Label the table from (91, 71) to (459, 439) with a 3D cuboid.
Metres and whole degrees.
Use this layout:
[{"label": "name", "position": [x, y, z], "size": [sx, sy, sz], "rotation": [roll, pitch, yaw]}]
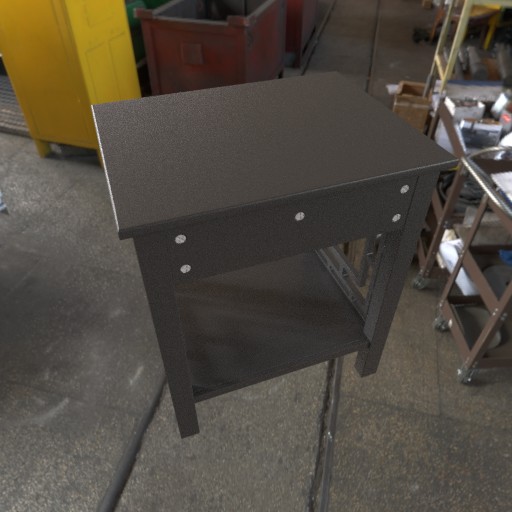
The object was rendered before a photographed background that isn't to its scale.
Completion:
[{"label": "table", "position": [0.000, 0.000, 1.044], "size": [0.564, 0.646, 0.451], "rotation": [-14, 44, -15]}]
